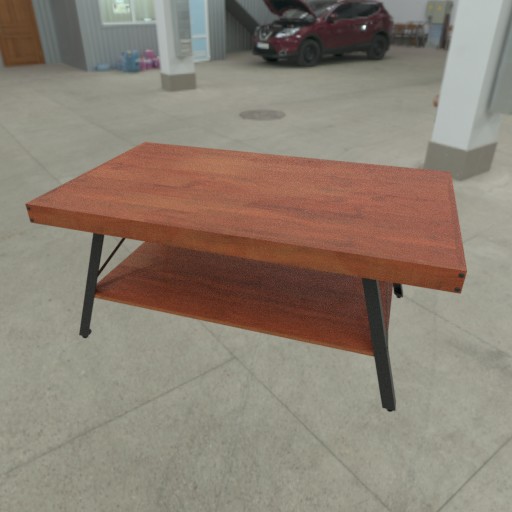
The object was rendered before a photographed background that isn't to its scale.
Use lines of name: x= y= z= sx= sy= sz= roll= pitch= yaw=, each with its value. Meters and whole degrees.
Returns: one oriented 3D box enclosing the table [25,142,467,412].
table: x=0.000 y=0.000 z=1.375 sx=1.067 sy=0.457 sz=0.610 roll=9 pitch=31 yaw=15
